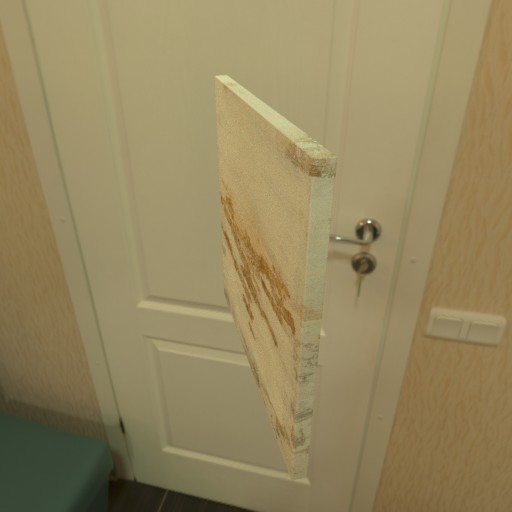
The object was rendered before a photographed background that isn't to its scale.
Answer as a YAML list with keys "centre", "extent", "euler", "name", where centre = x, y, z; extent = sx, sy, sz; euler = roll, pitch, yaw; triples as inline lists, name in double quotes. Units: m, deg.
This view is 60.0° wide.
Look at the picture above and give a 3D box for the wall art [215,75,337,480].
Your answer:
- centre: [0.000, 0.000, 1.133]
  extent: [0.038, 0.755, 0.753]
  euler: [-8, 32, -13]
  name: "wall art"
